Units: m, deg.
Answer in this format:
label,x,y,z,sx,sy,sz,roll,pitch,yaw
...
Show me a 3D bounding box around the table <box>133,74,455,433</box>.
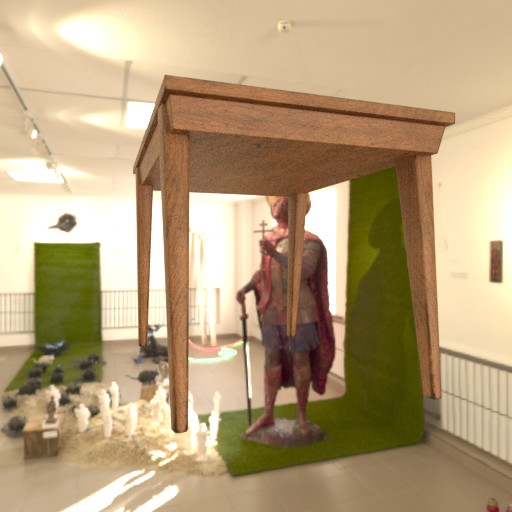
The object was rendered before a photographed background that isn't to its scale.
label,x,y,z,sx,sy,sz,roll,pitch,yaw
table,0.000,0.000,1.533,0.757,0.760,1.027,0,0,-19
